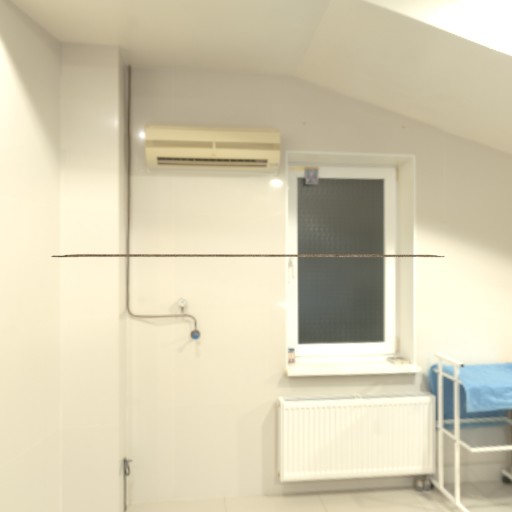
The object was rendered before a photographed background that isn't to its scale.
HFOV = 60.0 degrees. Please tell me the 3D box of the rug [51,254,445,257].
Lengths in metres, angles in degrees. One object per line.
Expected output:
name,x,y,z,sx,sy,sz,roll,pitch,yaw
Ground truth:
rug,0.000,0.000,2.812,2.378,0.018,1.324,0,0,0
